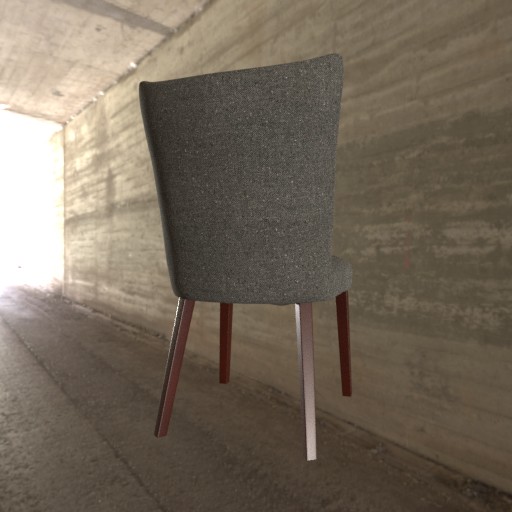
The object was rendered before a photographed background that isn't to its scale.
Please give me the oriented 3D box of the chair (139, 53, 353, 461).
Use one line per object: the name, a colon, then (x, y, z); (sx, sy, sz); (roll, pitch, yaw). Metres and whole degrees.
chair: (0.000, 0.000, 1.260); (0.535, 0.924, 0.623); (0, 0, 19)
